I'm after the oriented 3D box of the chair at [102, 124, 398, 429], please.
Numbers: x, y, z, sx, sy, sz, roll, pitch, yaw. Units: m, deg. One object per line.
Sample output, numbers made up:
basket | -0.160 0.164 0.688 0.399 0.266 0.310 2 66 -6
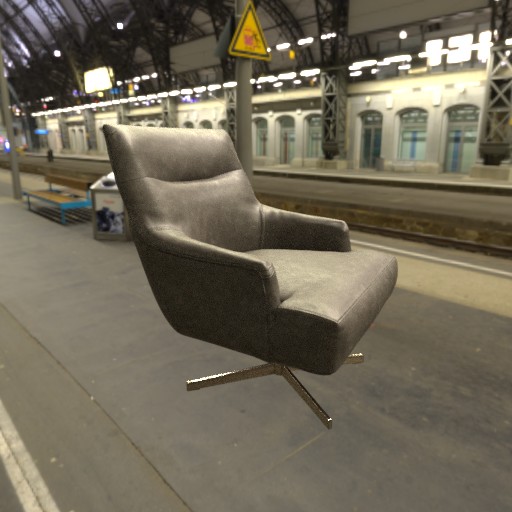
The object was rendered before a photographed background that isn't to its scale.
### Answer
chair | 0.000 0.000 1.537 0.874 0.870 0.738 7 16 27
